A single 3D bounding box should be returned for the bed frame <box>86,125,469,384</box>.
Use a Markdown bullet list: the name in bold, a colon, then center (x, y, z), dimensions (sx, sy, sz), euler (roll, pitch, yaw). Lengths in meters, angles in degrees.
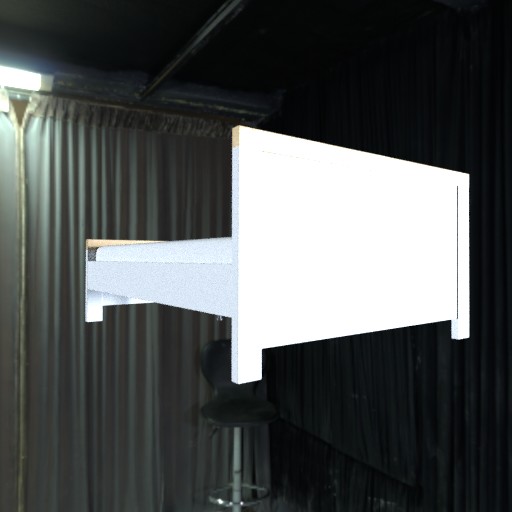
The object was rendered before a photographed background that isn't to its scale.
- **bed frame**: center (0.000, 0.000, 2.993), dimensions (1.670, 0.980, 2.050), euler (0, 0, -36)
